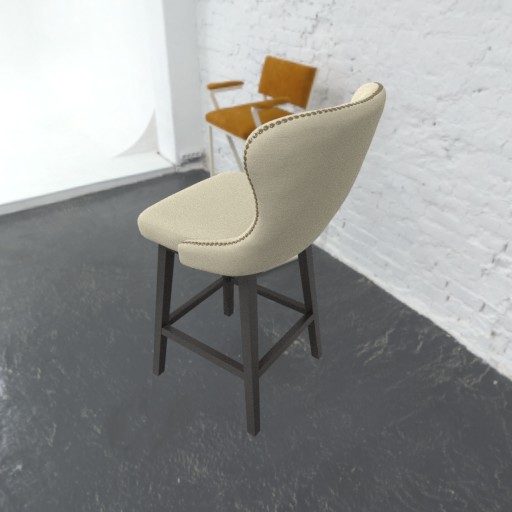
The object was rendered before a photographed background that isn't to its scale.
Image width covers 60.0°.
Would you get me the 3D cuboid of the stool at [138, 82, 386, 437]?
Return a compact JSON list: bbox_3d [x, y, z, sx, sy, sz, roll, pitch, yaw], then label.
[{"bbox_3d":[0.000,0.000,1.309,0.593,0.971,0.528,21,37,30],"label":"stool"}]
